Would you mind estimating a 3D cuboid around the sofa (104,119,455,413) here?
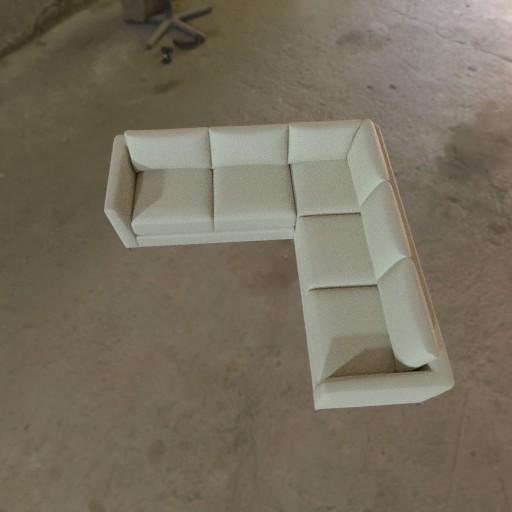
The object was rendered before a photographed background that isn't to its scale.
[{"bbox_3d":[0.000,0.000,3.645,2.430,0.867,2.448,-3,59,-2],"label":"sofa"}]
